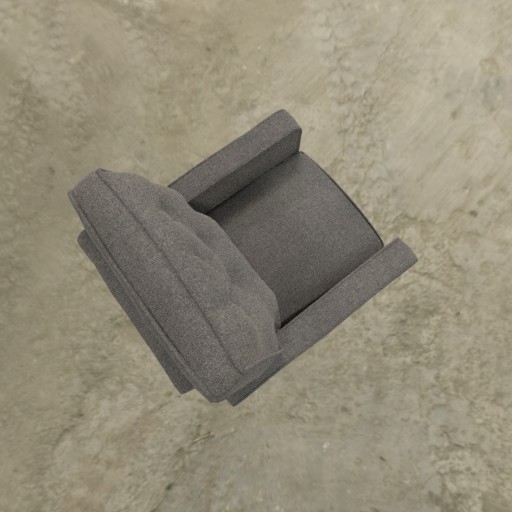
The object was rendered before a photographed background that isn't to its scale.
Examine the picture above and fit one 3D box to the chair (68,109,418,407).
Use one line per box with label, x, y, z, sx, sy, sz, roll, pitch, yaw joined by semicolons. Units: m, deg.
chair;0.000;0.000;1.395;0.775;0.889;0.650;-36;76;-10
